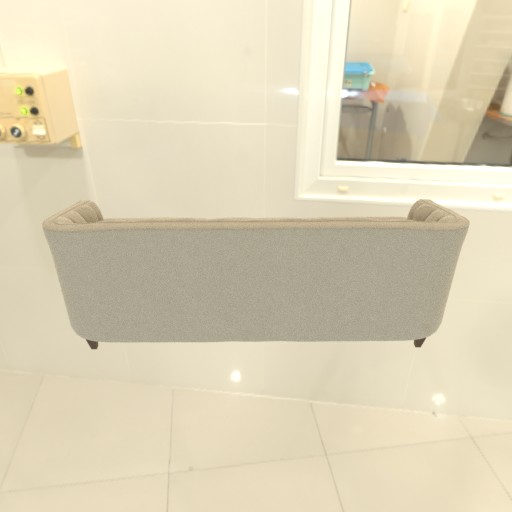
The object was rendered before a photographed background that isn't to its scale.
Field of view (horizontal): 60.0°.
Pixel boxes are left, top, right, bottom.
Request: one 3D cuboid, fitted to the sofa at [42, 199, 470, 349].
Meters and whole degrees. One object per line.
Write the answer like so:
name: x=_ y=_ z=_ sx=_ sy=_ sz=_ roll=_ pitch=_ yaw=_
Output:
sofa: x=0.000 y=0.000 z=2.763 sx=2.278 sy=0.855 sz=0.941 roll=0 pitch=30 yaw=0
